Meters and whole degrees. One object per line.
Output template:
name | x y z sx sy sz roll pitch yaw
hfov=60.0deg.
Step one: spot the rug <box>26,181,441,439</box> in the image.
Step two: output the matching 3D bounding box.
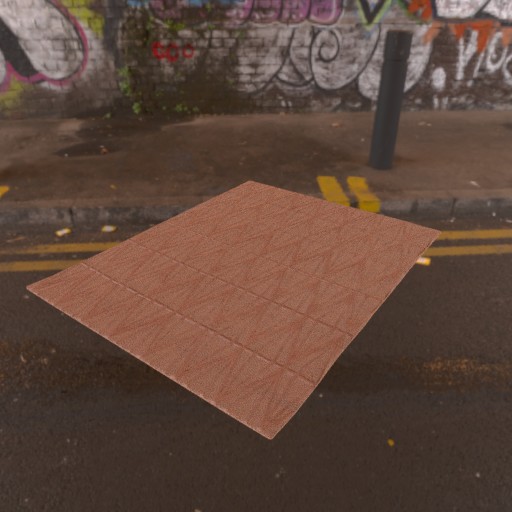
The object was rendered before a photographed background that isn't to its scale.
rug | 0.000 0.000 4.062 2.453 0.043 3.052 20 36 31
